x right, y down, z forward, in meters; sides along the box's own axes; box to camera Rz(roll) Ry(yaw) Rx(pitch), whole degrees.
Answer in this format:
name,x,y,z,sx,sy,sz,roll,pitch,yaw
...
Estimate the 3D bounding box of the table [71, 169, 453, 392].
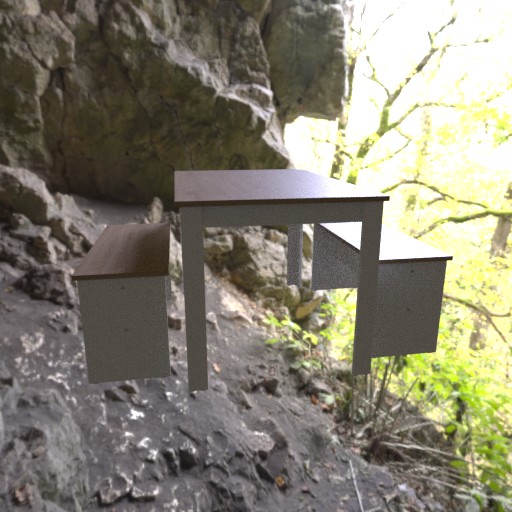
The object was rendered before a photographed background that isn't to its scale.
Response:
name,x,y,z,sx,sy,sz,roll,pitch,yaw
table,0.000,0.000,2.075,1.443,0.700,1.100,-3,16,-10
